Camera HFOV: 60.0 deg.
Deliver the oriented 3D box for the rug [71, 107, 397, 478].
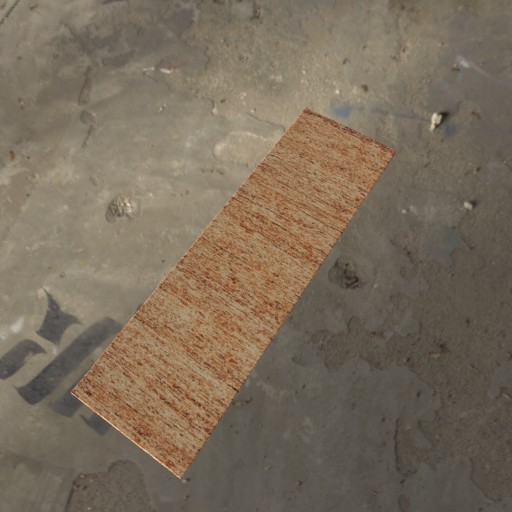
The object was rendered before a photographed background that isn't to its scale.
[{"bbox_3d":[0.000,0.000,2.490,0.680,0.014,2.237,31,67,14],"label":"rug"}]
